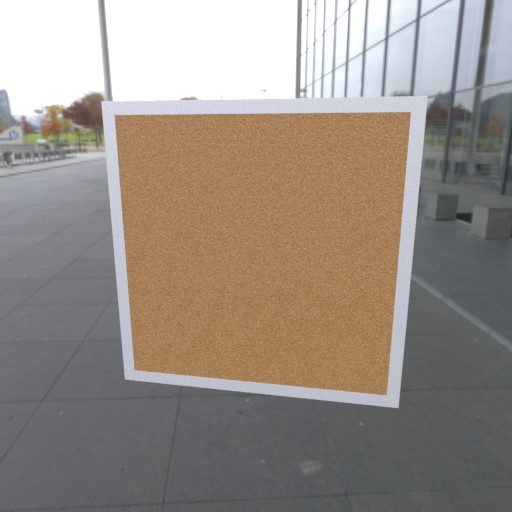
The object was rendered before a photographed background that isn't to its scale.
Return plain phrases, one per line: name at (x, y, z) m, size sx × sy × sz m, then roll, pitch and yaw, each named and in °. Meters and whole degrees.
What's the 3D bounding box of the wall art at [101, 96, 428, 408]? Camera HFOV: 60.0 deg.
wall art at (0.000, 0.000, 0.762) m, size 0.507 × 0.508 × 0.038 m, roll 3°, pitch 15°, yaw 10°
